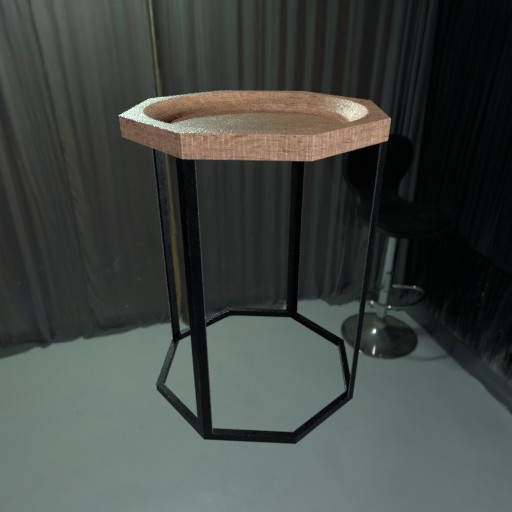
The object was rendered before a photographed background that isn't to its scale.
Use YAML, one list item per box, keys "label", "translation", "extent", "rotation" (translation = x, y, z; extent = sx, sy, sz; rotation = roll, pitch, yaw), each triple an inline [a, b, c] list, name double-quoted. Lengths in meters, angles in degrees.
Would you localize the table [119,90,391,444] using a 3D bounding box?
- label: "table"
  translation: [0.000, 0.000, 0.858]
  extent: [0.437, 0.553, 0.437]
  rotation: [-9, 29, -17]
